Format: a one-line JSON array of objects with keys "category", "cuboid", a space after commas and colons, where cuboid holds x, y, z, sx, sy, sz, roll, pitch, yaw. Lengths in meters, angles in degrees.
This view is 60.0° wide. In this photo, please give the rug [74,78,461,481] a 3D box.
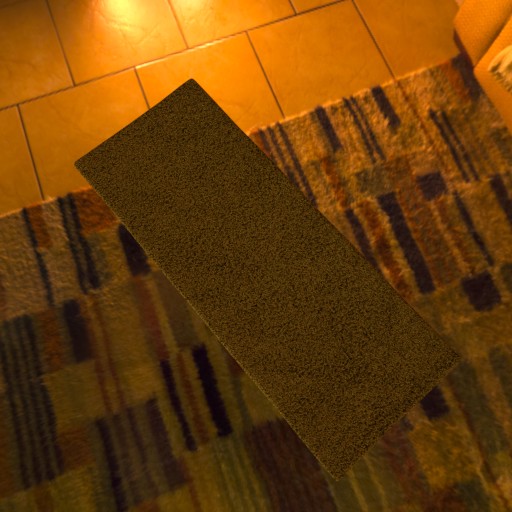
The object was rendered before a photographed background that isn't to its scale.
[{"category": "rug", "cuboid": [0.000, 0.000, 1.667, 0.609, 0.030, 1.524, -40, 79, -10]}]
